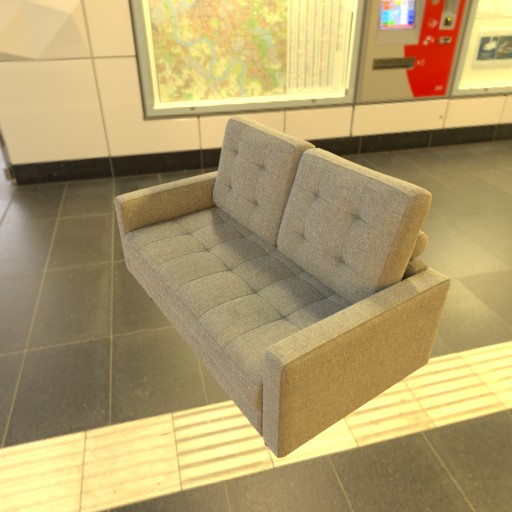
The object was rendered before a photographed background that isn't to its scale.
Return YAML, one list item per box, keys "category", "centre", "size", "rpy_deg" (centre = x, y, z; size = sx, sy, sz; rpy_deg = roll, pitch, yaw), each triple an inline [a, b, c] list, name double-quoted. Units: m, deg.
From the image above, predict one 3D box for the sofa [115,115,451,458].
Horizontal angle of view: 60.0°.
- category: "sofa"
  centre: [0.000, 0.000, 1.975]
  size: [0.842, 0.907, 1.407]
  rpy_deg: [-20, 37, -29]
